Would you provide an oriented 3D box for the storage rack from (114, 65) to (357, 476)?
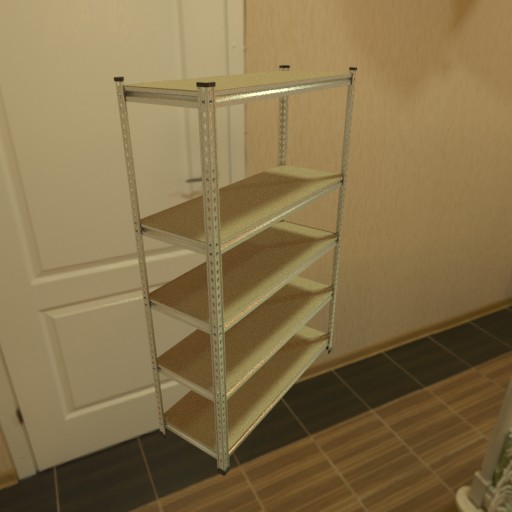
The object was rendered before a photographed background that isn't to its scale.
[{"bbox_3d":[0.000,0.000,2.377,0.457,1.829,1.219,17,30,31],"label":"storage rack"}]
